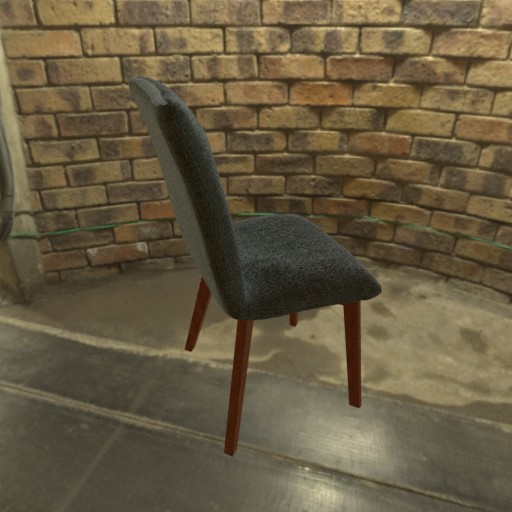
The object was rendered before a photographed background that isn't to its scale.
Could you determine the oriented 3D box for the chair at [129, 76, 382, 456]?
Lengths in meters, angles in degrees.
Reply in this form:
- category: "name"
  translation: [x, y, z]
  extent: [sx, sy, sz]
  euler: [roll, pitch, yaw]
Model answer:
- category: "chair"
  translation: [0.000, 0.000, 1.294]
  extent: [0.563, 0.974, 0.522]
  euler: [-11, 31, -19]
